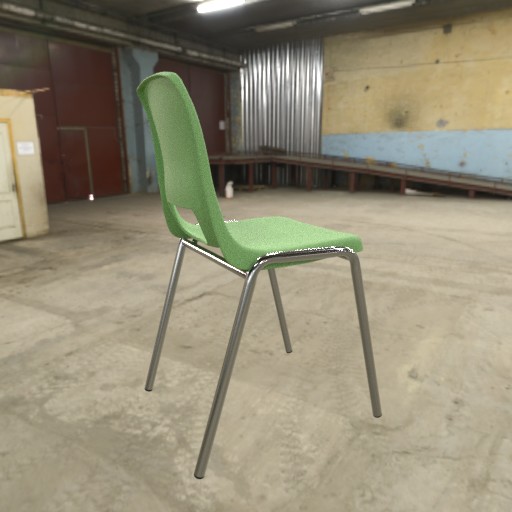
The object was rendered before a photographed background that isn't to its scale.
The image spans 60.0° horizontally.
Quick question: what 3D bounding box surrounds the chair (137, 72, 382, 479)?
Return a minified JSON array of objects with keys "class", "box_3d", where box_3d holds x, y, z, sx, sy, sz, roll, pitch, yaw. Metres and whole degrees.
[{"class":"chair","box_3d":[0.000,0.000,0.958,0.436,0.704,0.381,-7,15,-28]}]
